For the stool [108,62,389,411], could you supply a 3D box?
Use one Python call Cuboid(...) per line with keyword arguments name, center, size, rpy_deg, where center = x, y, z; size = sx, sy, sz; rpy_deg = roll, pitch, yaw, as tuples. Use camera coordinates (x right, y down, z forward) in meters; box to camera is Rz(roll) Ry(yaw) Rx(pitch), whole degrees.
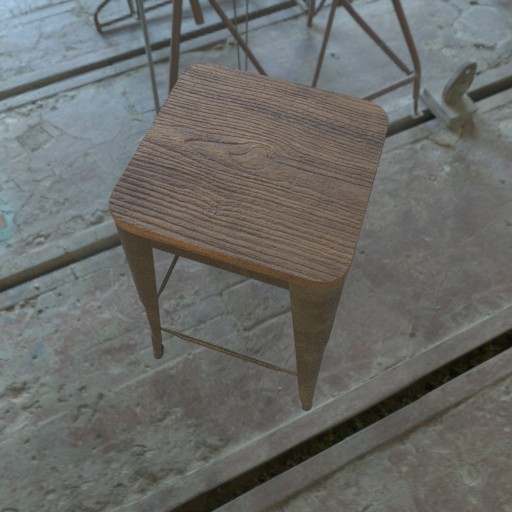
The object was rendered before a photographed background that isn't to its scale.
Cuboid(name="stool", center=(0.000, 0.000, 0.885), size=(0.407, 0.607, 0.407), rpy_deg=(17, 64, 8))
